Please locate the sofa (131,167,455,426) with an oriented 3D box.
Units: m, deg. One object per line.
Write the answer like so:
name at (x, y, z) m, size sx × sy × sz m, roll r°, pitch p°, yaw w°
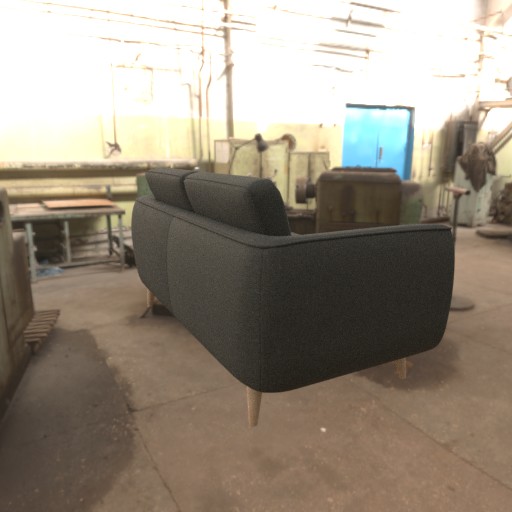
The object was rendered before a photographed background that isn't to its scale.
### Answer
sofa at (0.000, 0.000, 2.228) m, size 0.920 × 0.850 × 1.700 m, roll -7°, pitch 15°, yaw -27°
